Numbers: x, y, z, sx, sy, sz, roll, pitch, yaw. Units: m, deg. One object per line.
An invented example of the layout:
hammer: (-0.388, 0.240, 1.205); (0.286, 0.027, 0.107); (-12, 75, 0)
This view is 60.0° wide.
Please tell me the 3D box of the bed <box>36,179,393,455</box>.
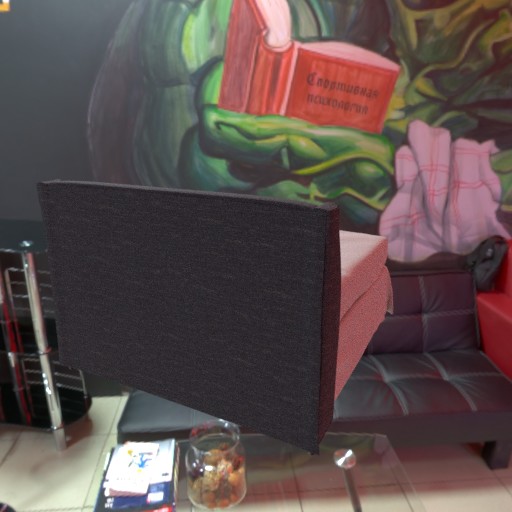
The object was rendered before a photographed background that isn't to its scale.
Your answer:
bed: (0.000, 0.000, 3.446); (1.925, 1.332, 2.276); (9, 19, 26)
